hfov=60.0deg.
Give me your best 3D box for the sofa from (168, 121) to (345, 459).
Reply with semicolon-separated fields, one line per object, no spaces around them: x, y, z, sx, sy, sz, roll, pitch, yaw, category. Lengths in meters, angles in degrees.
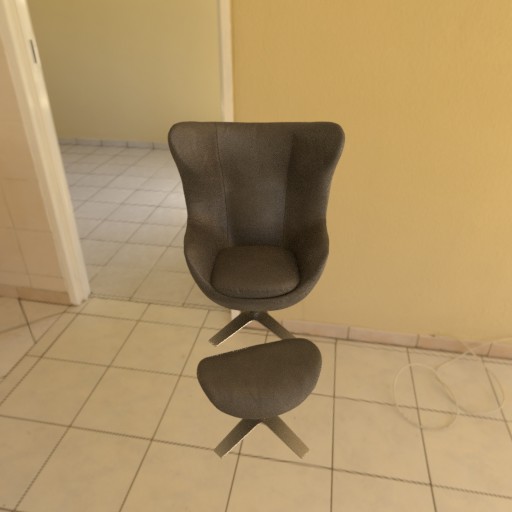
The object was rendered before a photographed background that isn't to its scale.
0.000;0.000;2.205;0.894;1.135;1.444;0;30;0;sofa
